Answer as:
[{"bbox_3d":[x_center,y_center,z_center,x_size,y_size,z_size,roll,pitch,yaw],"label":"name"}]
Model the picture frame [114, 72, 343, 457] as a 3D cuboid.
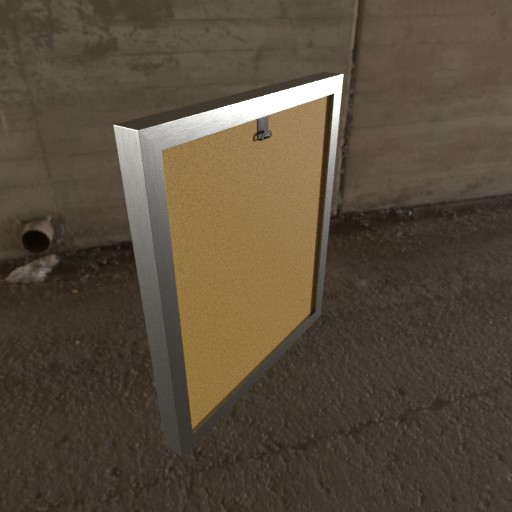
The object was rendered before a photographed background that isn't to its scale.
[{"bbox_3d":[0.000,0.000,1.380,0.073,0.968,0.839,20,36,31],"label":"picture frame"}]
